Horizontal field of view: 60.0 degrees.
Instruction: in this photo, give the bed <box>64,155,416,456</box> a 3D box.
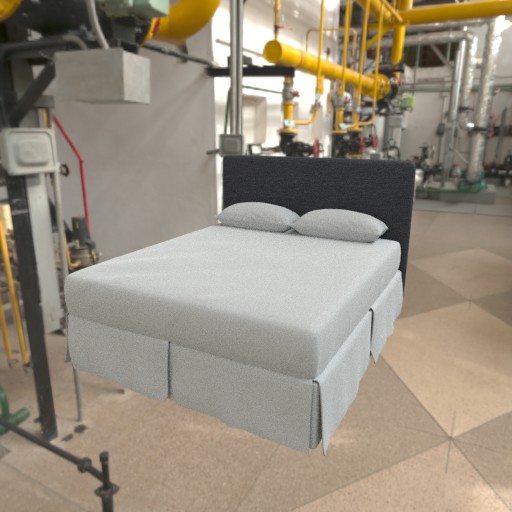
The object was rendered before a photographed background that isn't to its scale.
[{"bbox_3d":[0.000,0.000,3.298,1.884,1.330,2.142,9,18,27],"label":"bed"}]
